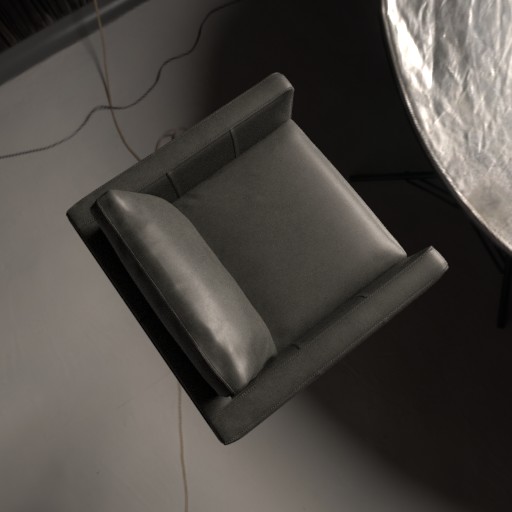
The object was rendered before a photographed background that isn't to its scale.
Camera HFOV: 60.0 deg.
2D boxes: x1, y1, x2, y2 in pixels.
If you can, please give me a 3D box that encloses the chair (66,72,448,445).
[{"bbox_3d":[0.000,0.000,1.532,0.861,0.824,0.967,-36,79,-8],"label":"chair"}]
